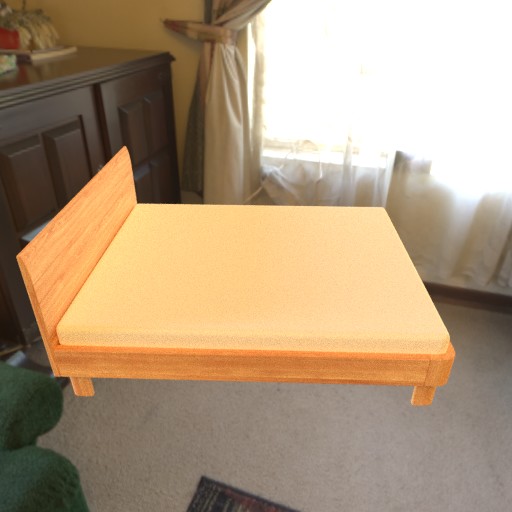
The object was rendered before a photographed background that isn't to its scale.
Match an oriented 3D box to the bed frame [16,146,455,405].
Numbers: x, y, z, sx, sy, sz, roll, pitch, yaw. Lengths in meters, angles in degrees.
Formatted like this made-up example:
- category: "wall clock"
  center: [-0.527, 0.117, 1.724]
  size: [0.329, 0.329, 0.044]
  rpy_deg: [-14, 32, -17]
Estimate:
- category: "bed frame"
  center: [0.000, 0.000, 2.904]
  size: [2.092, 0.940, 1.660]
  rpy_deg: [1, 31, 2]
